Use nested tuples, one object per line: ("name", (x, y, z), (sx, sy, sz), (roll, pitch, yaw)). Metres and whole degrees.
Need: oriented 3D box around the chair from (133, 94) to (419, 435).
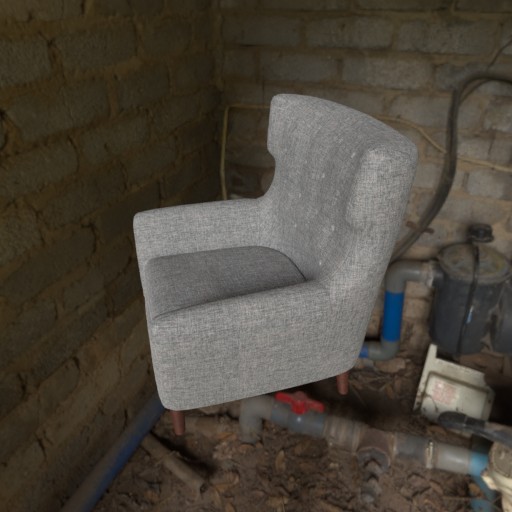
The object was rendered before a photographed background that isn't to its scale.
("chair", (0.000, 0.000, 1.752), (0.904, 1.063, 0.878), (-9, 31, -15))
